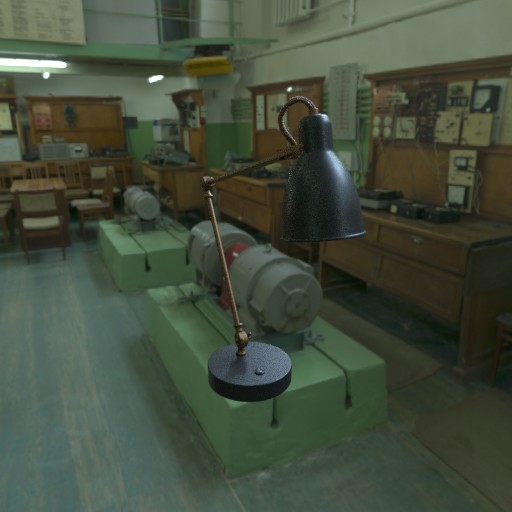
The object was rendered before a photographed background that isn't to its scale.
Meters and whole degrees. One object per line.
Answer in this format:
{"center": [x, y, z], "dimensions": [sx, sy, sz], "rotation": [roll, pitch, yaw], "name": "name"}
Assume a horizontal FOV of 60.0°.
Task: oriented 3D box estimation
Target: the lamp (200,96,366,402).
{"center": [0.000, 0.000, 0.886], "dimensions": [0.187, 0.587, 0.561], "rotation": [-9, 19, -27], "name": "lamp"}
